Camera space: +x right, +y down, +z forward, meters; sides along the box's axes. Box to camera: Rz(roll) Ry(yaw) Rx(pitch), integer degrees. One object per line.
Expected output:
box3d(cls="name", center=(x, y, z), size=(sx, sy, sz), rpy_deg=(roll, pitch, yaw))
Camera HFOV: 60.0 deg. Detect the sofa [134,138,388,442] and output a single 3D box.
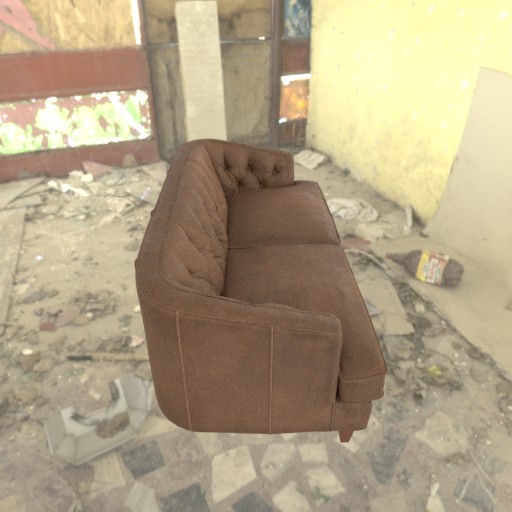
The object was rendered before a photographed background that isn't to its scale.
box3d(cls="sofa", center=(0.000, 0.000, 2.289), size=(0.917, 0.799, 1.767), rpy_deg=(-1, 32, -1))
